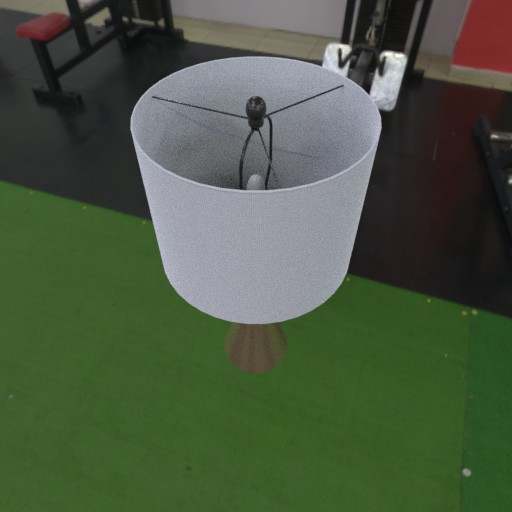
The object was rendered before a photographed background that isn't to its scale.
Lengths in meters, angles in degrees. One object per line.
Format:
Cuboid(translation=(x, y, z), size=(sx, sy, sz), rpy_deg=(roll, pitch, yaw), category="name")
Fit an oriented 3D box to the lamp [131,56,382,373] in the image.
Cuboid(translation=(0.000, 0.000, 0.745), size=(0.304, 0.573, 0.304), rpy_deg=(17, 51, 15), category="lamp")
